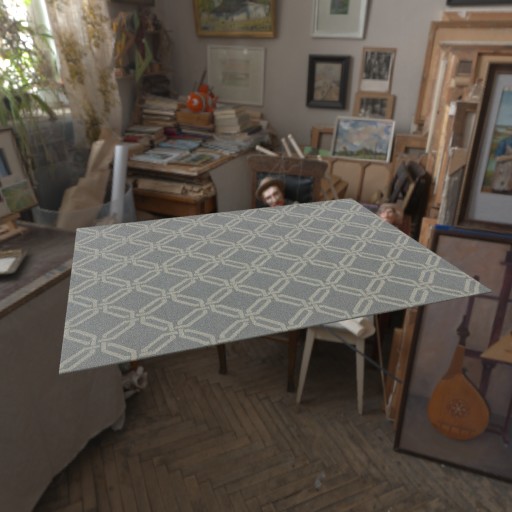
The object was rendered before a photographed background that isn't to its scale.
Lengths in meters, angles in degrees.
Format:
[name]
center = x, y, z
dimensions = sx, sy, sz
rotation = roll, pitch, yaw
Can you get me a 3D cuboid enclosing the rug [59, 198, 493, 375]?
[rug]
center = 0.000, 0.000, 4.270
dimensions = 3.353, 0.013, 2.438
rotation = -8, 28, -15
